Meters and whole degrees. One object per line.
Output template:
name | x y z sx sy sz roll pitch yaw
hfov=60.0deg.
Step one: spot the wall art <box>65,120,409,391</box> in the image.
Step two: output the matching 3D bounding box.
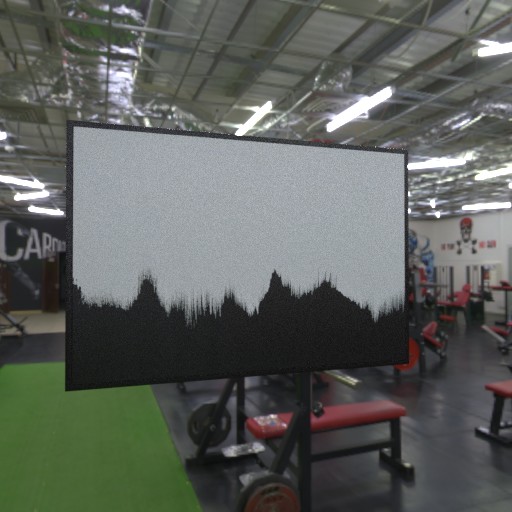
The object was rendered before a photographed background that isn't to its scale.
wall art | 0.000 0.000 0.833 0.659 0.446 0.022 0 -1 -17
